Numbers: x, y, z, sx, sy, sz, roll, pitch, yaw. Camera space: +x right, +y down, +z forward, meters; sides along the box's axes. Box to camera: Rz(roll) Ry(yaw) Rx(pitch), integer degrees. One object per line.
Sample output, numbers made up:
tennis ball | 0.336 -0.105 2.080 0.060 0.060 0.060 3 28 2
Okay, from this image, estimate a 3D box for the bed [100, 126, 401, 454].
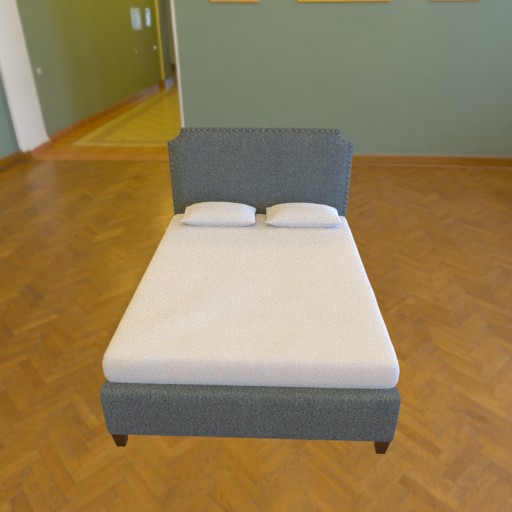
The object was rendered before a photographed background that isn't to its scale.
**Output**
bed | 0.000 0.000 3.359 1.712 1.443 2.372 1 28 2
